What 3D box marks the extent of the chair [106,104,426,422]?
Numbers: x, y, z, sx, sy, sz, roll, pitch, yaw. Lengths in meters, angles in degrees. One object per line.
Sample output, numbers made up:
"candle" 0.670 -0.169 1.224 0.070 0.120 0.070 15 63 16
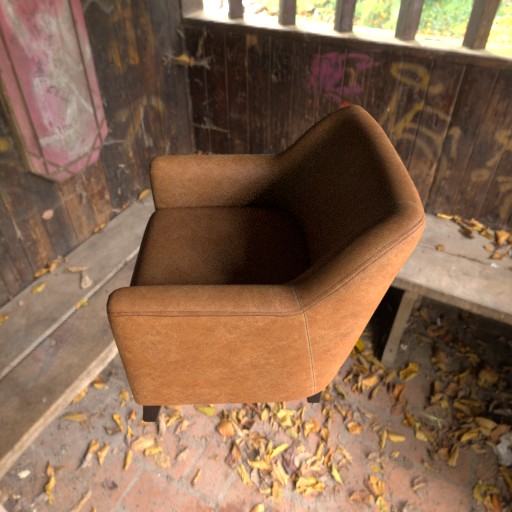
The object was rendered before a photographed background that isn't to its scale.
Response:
"chair" 0.000 0.000 1.868 1.034 0.980 1.037 -1 40 -1
